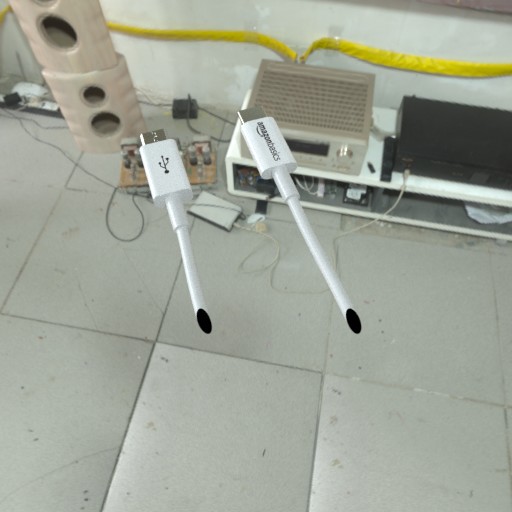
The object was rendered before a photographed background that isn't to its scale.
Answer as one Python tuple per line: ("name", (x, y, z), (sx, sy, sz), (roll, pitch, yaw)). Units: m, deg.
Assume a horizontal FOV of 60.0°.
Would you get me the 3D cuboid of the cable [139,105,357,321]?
("cable", (0.000, 0.000, 0.109), (0.040, 0.006, 0.098), (-16, 61, -9))
